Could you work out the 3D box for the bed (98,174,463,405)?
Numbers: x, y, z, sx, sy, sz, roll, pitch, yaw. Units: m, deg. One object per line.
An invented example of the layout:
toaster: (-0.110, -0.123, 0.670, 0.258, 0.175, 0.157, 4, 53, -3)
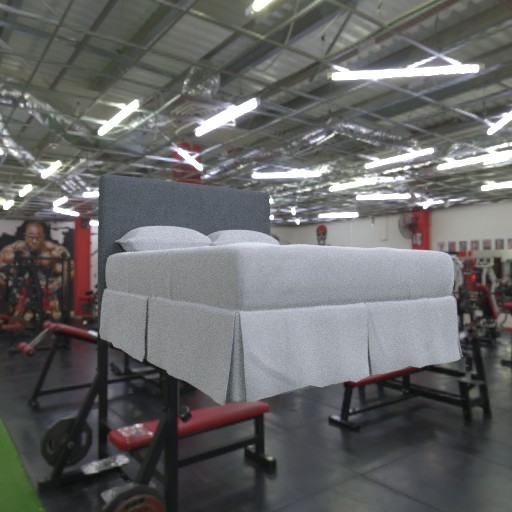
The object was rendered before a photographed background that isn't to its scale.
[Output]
bed: (0.000, 0.000, 3.132, 1.713, 1.330, 2.142, 1, -1, -34)
